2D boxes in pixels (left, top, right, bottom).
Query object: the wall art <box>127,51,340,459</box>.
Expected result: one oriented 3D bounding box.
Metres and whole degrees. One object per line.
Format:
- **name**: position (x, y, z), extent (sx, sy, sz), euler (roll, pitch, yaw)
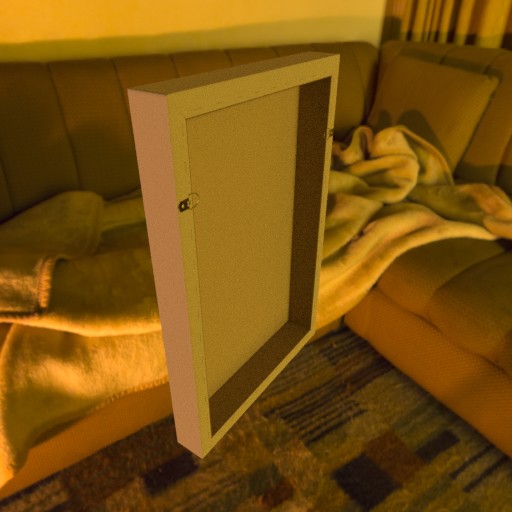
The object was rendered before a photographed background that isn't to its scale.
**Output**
- **wall art**: position (0.000, 0.000, 0.482), extent (0.039, 0.381, 0.252), euler (20, 37, 30)
